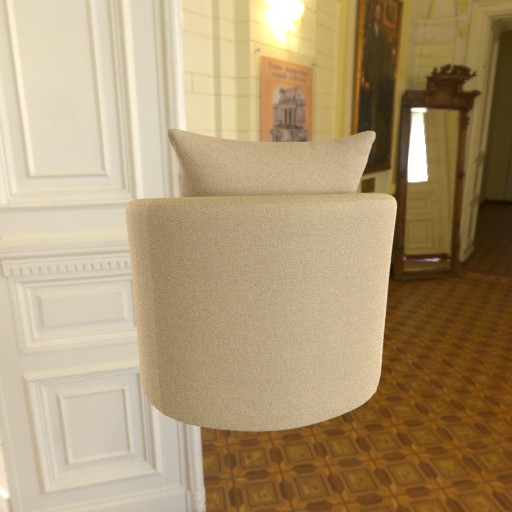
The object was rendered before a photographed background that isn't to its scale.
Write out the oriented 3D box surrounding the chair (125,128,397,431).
[{"bbox_3d":[0.000,0.000,1.554,0.845,0.848,0.910,-3,15,-10],"label":"chair"}]
